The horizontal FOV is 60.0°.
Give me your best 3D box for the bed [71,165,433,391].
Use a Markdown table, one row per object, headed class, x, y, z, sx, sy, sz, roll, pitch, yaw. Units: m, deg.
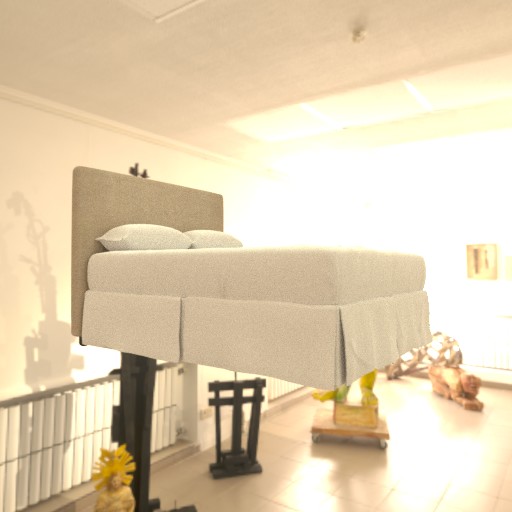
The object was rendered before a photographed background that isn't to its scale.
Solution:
| class | x | y | z | sx | sy | sz | roll | pitch | yaw |
| --- | --- | --- | --- | --- | --- | --- | --- | --- | --- |
| bed | 0.000 | 0.000 | 3.297 | 2.162 | 1.330 | 1.713 | -1 | -1 | 35 |
